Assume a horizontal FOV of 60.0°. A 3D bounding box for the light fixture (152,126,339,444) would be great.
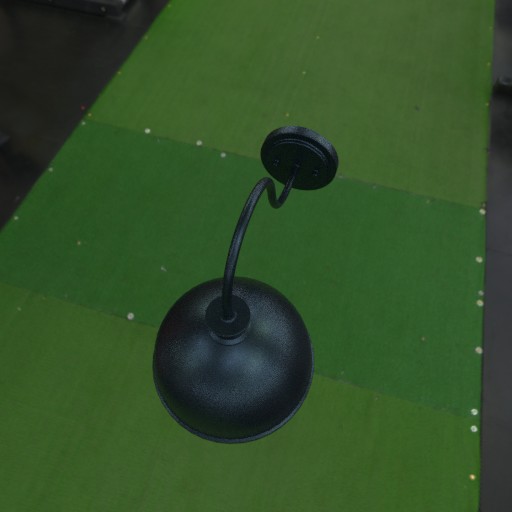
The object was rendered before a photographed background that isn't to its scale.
[{"bbox_3d":[0.000,0.000,0.628,0.253,0.295,0.467,17,61,10],"label":"light fixture"}]
